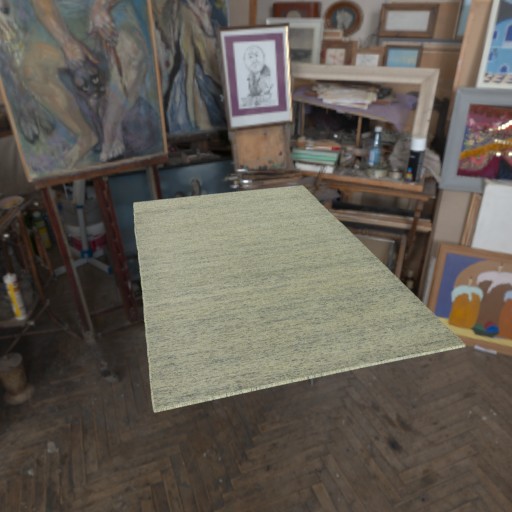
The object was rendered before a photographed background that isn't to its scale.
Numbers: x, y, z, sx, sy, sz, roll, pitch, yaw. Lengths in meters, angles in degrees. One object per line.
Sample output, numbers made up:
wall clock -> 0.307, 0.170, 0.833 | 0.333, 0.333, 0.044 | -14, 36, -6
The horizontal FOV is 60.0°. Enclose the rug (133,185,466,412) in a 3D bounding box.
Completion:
rug -> 0.000, 0.000, 2.402 | 1.243, 0.014, 1.846 | -8, 31, -13
